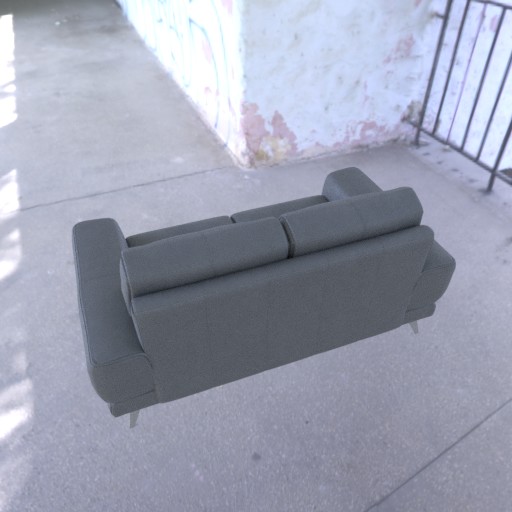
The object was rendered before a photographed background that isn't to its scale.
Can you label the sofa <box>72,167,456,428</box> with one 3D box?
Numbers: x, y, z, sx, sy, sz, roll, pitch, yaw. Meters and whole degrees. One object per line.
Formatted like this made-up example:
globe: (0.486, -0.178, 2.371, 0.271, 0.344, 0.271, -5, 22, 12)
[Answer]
sofa: (0.000, 0.000, 2.351, 1.806, 0.907, 1.018, -14, 43, -15)
